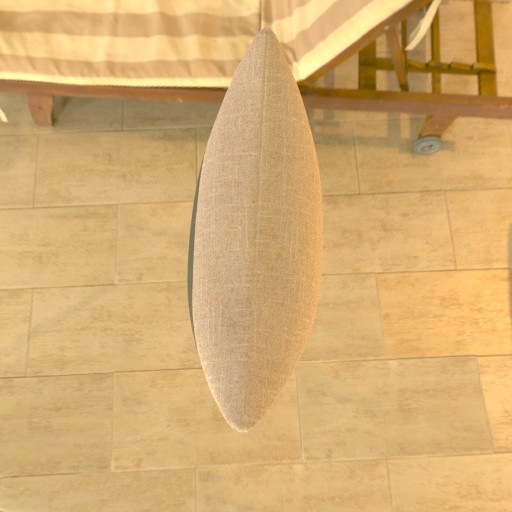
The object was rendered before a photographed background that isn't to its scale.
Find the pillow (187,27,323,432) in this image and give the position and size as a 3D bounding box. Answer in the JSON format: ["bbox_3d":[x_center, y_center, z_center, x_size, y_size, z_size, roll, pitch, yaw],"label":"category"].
[{"bbox_3d":[0.000,0.000,0.620,0.173,0.399,0.414,3,76,1],"label":"pillow"}]
